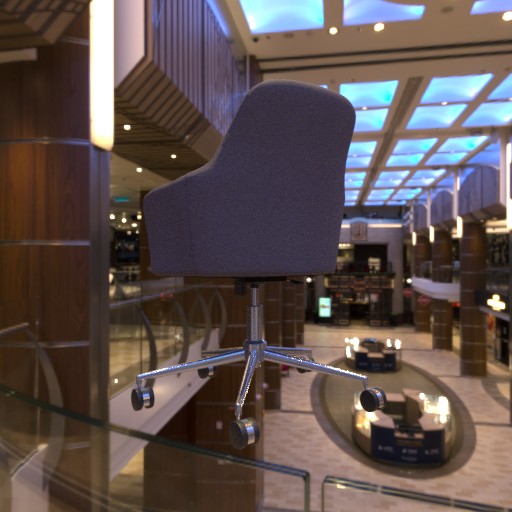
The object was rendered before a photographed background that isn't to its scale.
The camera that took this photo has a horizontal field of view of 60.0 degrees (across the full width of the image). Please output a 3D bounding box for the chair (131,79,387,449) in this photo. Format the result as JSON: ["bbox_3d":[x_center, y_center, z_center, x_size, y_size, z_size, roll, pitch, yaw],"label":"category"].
[{"bbox_3d":[0.000,0.000,1.288,0.655,0.820,0.600,0,0,-36],"label":"chair"}]
